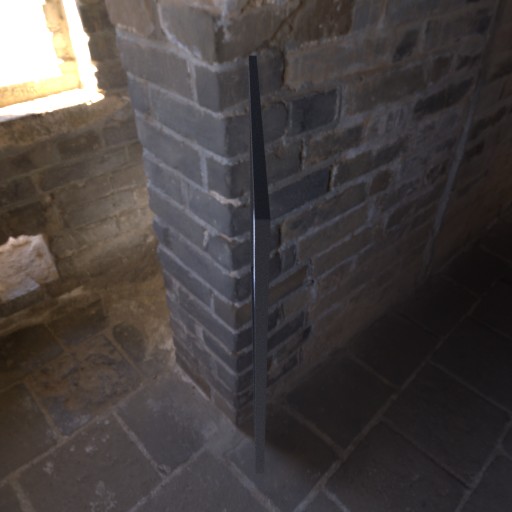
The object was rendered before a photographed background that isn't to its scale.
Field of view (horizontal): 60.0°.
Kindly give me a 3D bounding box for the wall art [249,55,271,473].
[{"bbox_3d":[0.000,0.000,0.684,0.013,0.458,0.456,-1,40,-1],"label":"wall art"}]
